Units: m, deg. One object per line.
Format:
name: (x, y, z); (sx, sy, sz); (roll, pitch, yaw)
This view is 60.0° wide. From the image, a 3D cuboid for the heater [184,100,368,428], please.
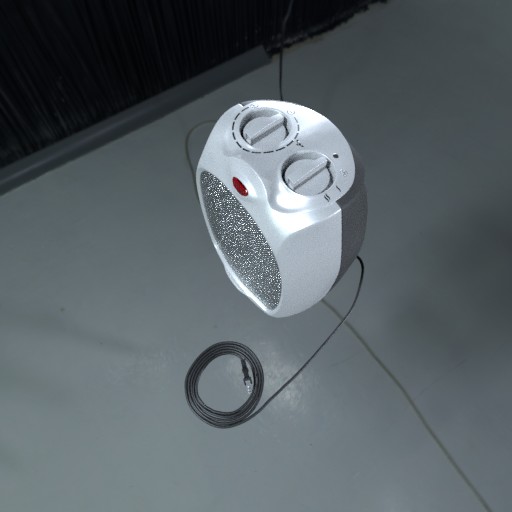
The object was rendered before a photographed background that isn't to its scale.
heater: (0.000, 0.000, 0.474); (0.291, 0.240, 0.239); (-34, 69, -15)
